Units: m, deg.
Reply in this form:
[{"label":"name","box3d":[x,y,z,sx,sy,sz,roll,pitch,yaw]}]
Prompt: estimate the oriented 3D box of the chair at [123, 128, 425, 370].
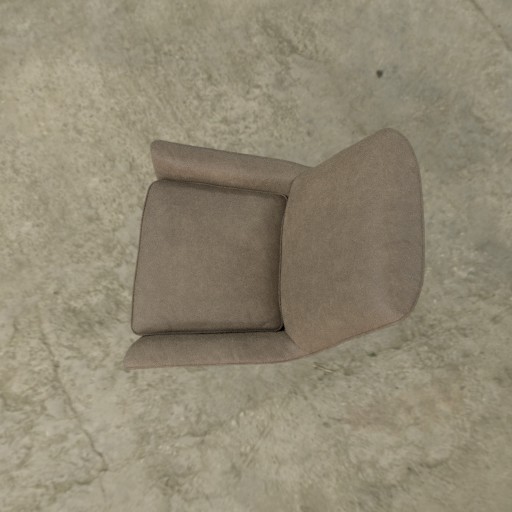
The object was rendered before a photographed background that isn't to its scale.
[{"label":"chair","box3d":[0.000,0.000,1.495,0.824,0.888,0.787,3,76,1]}]
